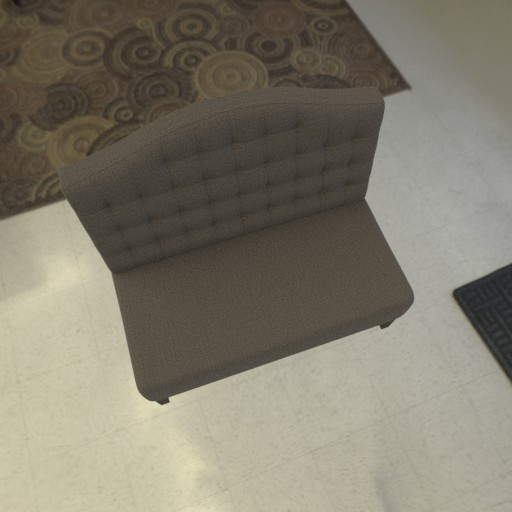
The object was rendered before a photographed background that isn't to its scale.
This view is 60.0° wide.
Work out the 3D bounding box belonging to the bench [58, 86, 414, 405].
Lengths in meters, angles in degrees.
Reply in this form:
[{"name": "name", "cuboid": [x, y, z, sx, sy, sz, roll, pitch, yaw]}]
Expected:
[{"name": "bench", "cuboid": [0.000, 0.000, 2.003, 1.335, 1.180, 0.815, -17, 66, -8]}]
